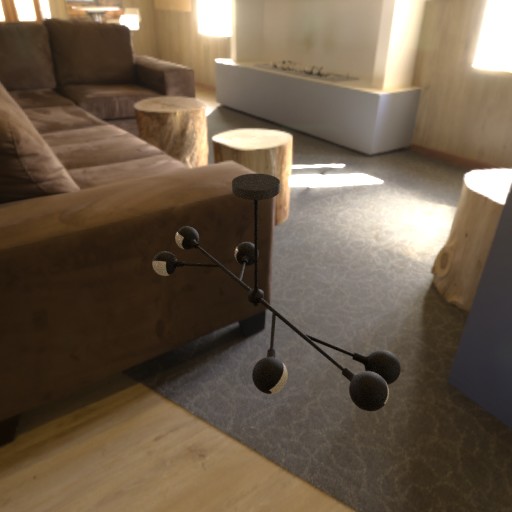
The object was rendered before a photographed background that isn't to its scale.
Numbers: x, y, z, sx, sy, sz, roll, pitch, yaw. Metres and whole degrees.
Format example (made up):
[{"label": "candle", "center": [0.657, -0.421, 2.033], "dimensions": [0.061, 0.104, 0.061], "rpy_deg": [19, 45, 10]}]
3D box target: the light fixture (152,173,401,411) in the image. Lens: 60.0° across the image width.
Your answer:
[{"label": "light fixture", "center": [0.000, 0.000, 1.023], "dimensions": [0.434, 0.362, 0.778], "rpy_deg": [-10, 31, -16]}]
